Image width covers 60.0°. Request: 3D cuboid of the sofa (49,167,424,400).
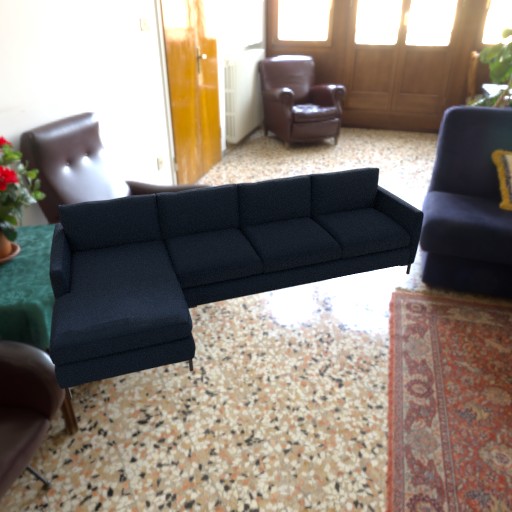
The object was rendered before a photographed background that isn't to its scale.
[{"bbox_3d":[0.000,0.000,2.862,2.450,0.679,1.128,-10,31,-17],"label":"sofa"}]
